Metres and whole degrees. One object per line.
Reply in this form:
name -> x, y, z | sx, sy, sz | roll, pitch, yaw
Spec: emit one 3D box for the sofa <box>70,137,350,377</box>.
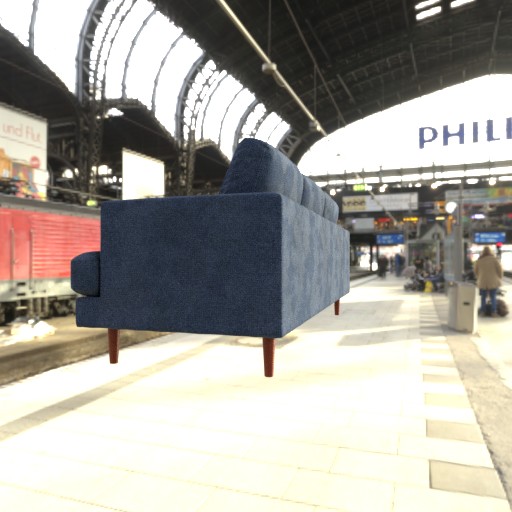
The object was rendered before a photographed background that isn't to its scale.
sofa -> 0.000, 0.000, 2.719 | 0.903, 0.930, 2.246 | 0, 0, 18
